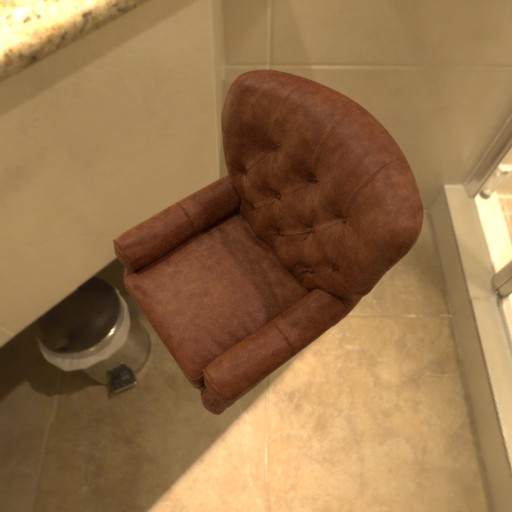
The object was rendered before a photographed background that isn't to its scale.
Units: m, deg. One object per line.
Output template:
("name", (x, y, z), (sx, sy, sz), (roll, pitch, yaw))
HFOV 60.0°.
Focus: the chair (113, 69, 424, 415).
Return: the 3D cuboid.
("chair", (0.000, 0.000, 1.931), (1.059, 1.164, 0.951), (-34, 67, -16))
